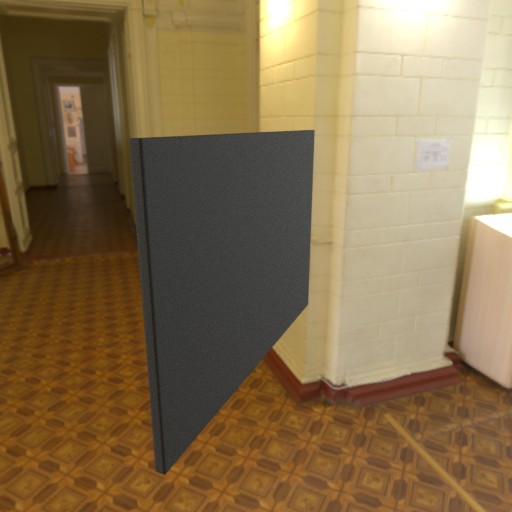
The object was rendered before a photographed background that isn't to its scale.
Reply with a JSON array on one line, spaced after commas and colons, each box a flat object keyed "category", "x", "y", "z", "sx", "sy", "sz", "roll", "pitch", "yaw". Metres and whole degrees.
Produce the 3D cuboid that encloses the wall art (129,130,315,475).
[{"category": "wall art", "x": 0.000, "y": 0.000, "z": 1.230, "sx": 0.049, "sy": 0.659, "sz": 0.964, "roll": 8, "pitch": 18, "yaw": 24}]
